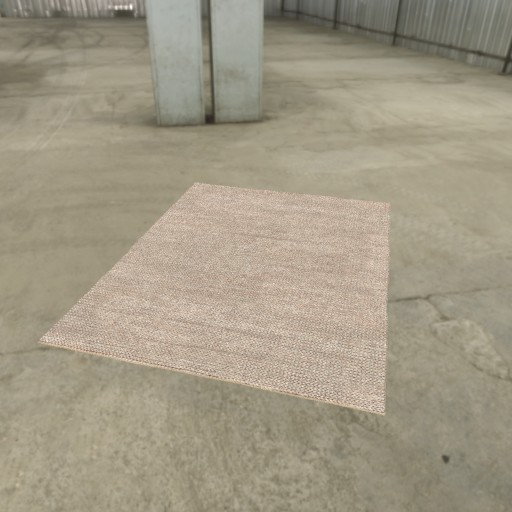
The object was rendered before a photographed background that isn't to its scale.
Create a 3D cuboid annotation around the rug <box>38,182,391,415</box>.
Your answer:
[{"bbox_3d":[0.000,0.000,4.148,2.429,0.030,3.052,8,33,13],"label":"rug"}]
